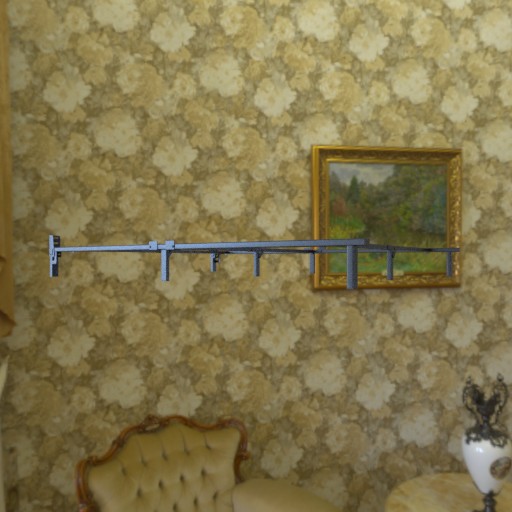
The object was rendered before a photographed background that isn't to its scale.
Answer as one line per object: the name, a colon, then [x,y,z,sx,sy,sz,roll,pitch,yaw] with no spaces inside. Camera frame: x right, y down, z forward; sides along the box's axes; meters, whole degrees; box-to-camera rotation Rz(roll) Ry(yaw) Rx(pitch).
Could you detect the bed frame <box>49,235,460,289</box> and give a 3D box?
bed frame: [0.000,0.000,2.681,1.990,0.248,1.498,0,-1,36]
